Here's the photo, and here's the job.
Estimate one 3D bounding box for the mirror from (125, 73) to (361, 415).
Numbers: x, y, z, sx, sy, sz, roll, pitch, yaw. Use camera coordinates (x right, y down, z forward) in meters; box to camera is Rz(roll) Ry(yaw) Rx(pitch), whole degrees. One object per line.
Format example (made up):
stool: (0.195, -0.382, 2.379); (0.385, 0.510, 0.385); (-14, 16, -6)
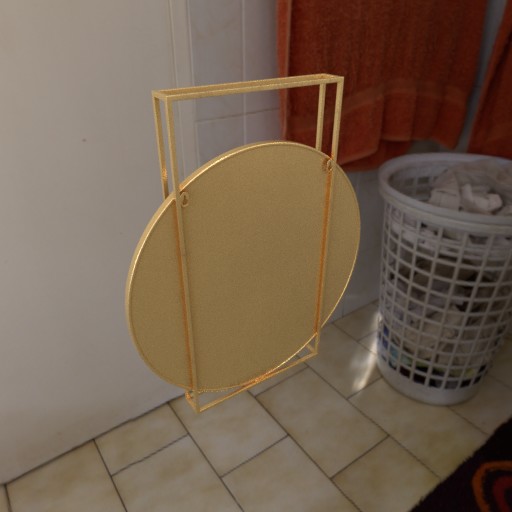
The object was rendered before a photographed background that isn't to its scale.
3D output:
mirror: (0.000, 0.000, 0.821); (0.508, 0.603, 0.051); (-18, 34, -29)
